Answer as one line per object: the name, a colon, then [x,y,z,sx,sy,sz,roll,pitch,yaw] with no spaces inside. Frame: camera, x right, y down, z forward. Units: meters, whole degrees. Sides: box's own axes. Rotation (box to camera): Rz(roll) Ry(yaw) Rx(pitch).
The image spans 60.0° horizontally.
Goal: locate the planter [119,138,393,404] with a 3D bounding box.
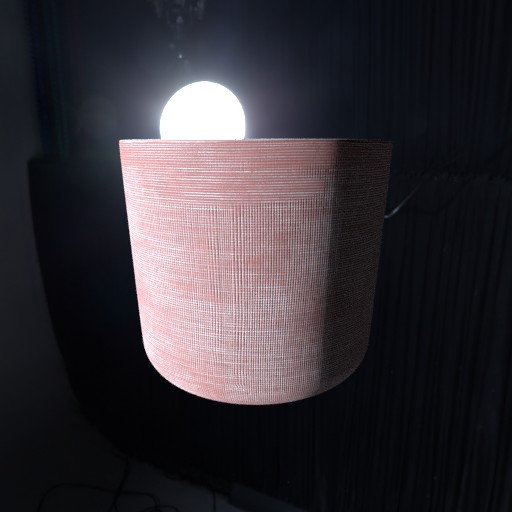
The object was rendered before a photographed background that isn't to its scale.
planter: [0.000,0.000,0.791,0.440,0.398,0.440,0,14,0]
